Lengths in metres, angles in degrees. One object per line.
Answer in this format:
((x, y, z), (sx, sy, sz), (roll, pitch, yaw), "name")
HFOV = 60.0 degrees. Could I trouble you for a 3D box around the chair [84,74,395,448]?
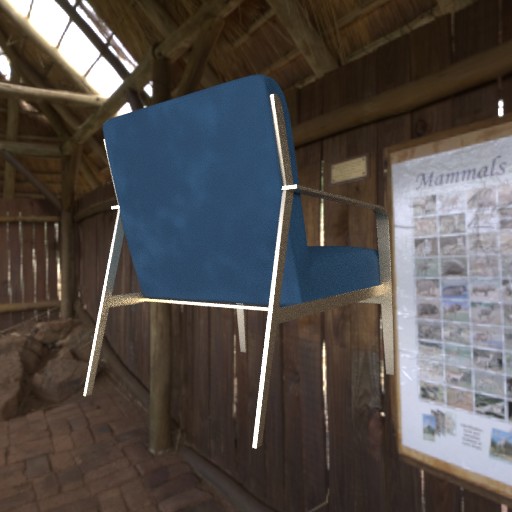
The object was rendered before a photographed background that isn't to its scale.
((0.000, 0.000, 1.472), (0.692, 0.831, 0.859), (0, -1, 36), "chair")
